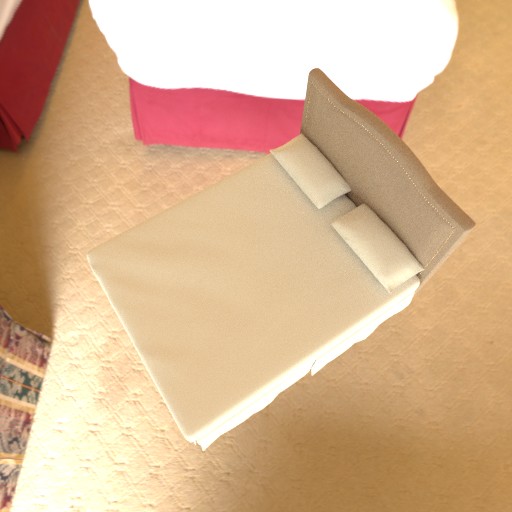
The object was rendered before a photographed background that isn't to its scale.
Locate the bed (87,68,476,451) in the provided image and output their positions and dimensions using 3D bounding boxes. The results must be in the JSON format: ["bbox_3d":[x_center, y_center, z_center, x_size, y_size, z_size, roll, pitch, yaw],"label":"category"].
[{"bbox_3d":[0.000,0.000,3.435,2.282,1.436,1.821,-31,68,-14],"label":"bed"}]
